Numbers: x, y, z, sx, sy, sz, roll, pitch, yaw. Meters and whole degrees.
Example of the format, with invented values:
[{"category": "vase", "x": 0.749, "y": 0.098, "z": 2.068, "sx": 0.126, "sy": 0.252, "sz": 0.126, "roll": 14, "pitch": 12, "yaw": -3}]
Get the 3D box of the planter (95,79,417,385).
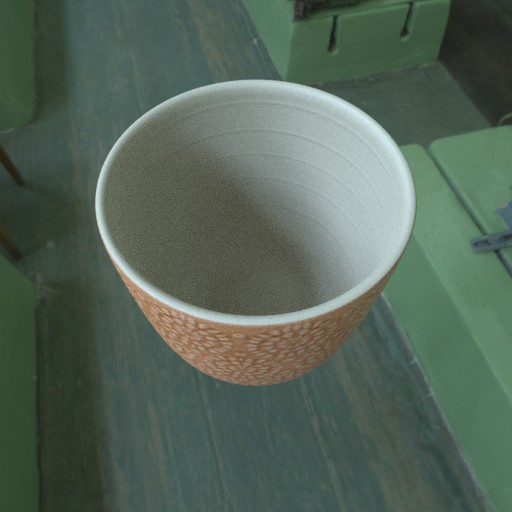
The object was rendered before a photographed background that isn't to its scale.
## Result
[{"category": "planter", "x": 0.000, "y": 0.000, "z": 0.370, "sx": 0.208, "sy": 0.190, "sz": 0.208, "roll": 0, "pitch": 58, "yaw": 0}]
